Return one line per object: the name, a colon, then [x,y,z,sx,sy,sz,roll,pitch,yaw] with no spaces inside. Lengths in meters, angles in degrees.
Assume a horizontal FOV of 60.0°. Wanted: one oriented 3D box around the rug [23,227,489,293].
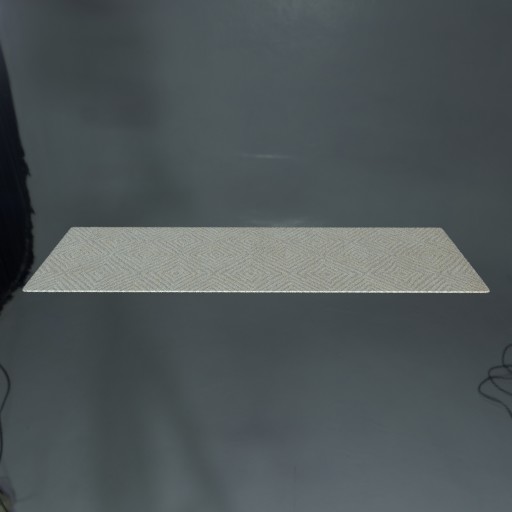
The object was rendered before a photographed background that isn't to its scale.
rug: [0.000,0.000,2.439,2.277,0.008,0.676,0,31,0]
